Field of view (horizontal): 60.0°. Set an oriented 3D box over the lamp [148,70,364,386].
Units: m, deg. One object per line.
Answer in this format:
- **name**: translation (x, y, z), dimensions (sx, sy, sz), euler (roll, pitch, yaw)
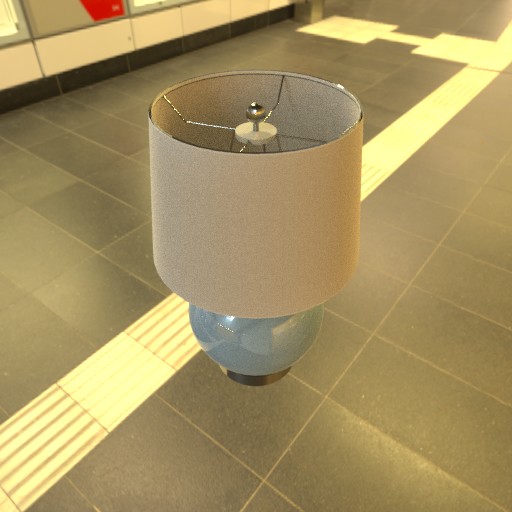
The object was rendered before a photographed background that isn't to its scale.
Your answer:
- **lamp**: translation (0.000, 0.000, 0.554), dimensions (0.247, 0.387, 0.247), euler (0, 40, 0)
